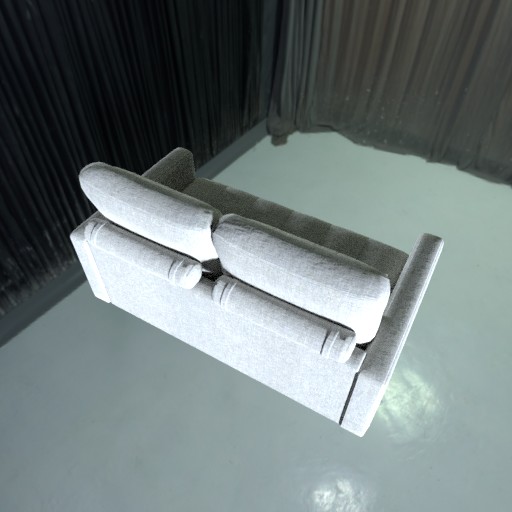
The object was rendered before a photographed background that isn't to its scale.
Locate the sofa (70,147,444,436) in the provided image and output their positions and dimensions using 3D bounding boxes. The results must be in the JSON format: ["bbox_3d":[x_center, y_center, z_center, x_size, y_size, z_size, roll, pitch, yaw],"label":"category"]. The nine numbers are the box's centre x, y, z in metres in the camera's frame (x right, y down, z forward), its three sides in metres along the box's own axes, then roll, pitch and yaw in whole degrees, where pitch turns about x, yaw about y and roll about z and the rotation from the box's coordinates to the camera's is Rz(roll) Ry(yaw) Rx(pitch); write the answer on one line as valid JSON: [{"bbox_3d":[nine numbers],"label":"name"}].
[{"bbox_3d":[0.000,0.000,1.964,1.407,0.907,0.842,23,51,20],"label":"sofa"}]
